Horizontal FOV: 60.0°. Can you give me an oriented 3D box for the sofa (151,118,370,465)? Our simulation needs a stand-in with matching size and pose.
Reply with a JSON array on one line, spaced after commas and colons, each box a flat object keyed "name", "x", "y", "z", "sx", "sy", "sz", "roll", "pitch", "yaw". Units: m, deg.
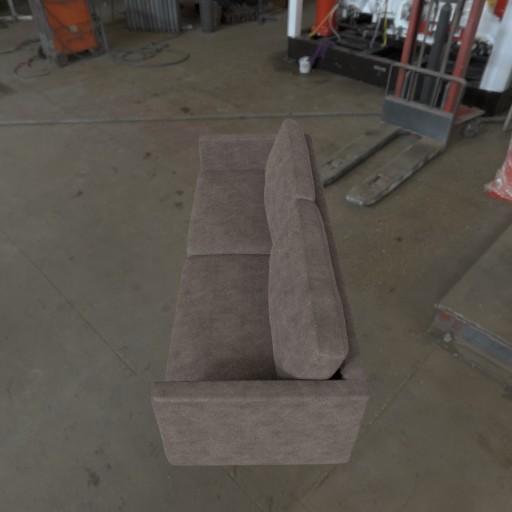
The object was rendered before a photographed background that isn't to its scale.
[{"name": "sofa", "x": 0.000, "y": 0.000, "z": 2.912, "sx": 0.951, "sy": 0.965, "sz": 2.434, "roll": 0, "pitch": 41, "yaw": -1}]
